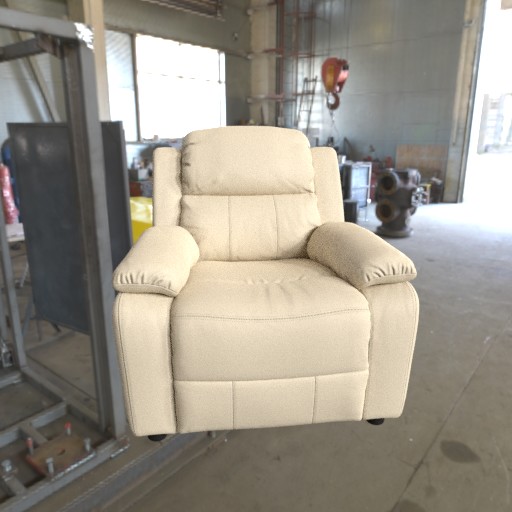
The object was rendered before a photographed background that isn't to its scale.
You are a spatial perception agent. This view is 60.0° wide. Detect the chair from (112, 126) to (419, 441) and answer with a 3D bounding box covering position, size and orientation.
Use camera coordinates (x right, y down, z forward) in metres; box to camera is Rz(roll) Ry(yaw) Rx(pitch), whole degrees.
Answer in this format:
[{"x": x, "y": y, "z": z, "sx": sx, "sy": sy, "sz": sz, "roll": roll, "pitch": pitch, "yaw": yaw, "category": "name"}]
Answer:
[{"x": 0.000, "y": 0.000, "z": 1.233, "sx": 0.680, "sy": 0.702, "sz": 0.709, "roll": -2, "pitch": 16, "yaw": -6, "category": "chair"}]
